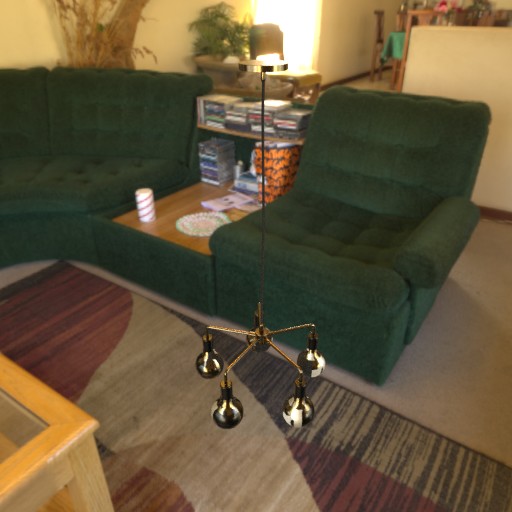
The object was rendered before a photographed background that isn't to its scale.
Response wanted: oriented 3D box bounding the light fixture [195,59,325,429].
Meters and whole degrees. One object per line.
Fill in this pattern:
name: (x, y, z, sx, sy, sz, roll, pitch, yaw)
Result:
light fixture: (0.000, 0.000, 1.226, 0.421, 0.988, 0.438, 8, 31, 14)
